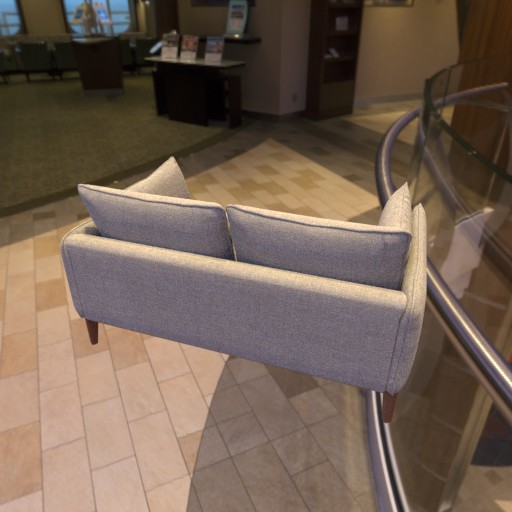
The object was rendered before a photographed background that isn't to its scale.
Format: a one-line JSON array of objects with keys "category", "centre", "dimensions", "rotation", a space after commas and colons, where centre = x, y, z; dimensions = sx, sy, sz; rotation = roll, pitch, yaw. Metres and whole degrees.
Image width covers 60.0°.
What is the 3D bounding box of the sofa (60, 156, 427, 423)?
[{"category": "sofa", "centre": [0.000, 0.000, 2.199], "dimensions": [1.580, 0.851, 0.972], "rotation": [10, 31, 17]}]
